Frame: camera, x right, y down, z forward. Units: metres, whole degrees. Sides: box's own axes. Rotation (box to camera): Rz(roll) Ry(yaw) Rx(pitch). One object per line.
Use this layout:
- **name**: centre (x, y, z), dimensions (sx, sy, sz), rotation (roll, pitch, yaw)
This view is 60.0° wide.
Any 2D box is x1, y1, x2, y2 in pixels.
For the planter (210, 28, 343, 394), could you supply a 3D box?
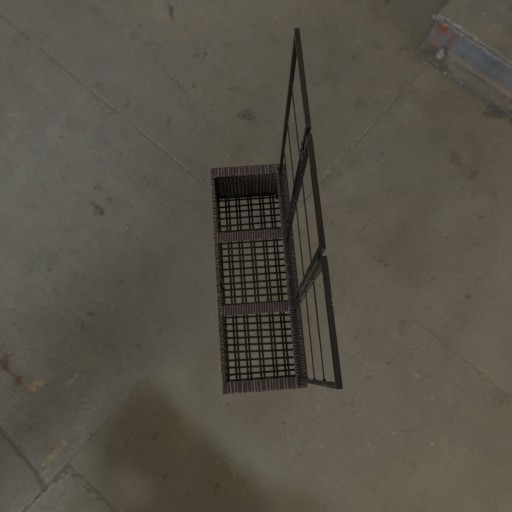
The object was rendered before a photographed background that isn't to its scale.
- **planter**: centre (0.000, 0.000, 1.170), dimensions (0.244, 0.841, 0.699), rotation (-4, 75, -1)
